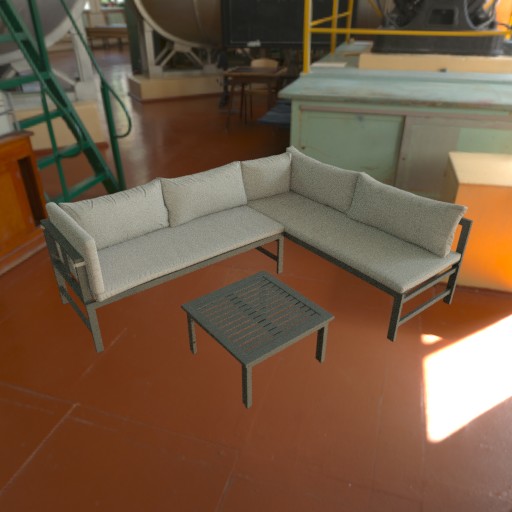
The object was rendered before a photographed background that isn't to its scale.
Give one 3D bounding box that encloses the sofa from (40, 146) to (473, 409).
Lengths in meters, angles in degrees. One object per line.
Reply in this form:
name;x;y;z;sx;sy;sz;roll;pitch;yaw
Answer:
sofa;0.000;0.000;2.845;2.096;0.758;1.658;-22;36;-32
